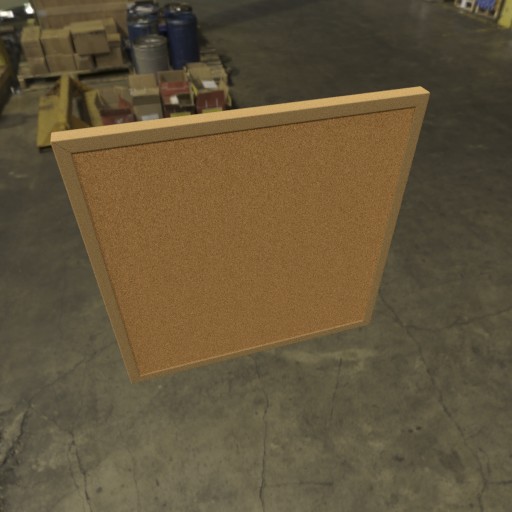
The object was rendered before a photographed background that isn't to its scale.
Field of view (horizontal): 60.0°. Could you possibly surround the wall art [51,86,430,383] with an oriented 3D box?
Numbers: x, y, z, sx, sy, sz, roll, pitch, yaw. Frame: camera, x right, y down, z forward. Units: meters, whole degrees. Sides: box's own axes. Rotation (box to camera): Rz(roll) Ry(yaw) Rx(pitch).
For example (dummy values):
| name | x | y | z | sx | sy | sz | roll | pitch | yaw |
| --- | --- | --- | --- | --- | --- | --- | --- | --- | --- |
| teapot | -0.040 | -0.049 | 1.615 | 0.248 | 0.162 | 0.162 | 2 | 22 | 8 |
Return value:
| name | x | y | z | sx | sy | sz | roll | pitch | yaw |
| --- | --- | --- | --- | --- | --- | --- | --- | --- | --- |
| wall art | 0.000 | 0.000 | 1.122 | 0.761 | 0.761 | 0.037 | -11 | 43 | -12 |
